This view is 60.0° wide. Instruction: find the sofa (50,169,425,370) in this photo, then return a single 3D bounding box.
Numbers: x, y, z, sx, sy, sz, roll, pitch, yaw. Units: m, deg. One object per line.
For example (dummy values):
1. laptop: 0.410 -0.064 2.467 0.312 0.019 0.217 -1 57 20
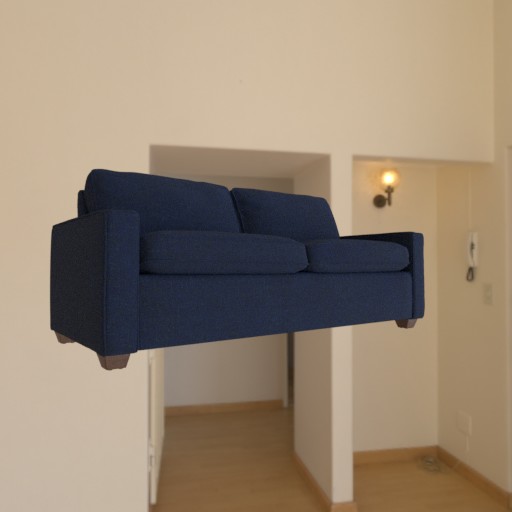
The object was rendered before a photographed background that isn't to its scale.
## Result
1. sofa: 0.000 0.000 2.593 2.080 0.919 0.940 1 -2 -36
